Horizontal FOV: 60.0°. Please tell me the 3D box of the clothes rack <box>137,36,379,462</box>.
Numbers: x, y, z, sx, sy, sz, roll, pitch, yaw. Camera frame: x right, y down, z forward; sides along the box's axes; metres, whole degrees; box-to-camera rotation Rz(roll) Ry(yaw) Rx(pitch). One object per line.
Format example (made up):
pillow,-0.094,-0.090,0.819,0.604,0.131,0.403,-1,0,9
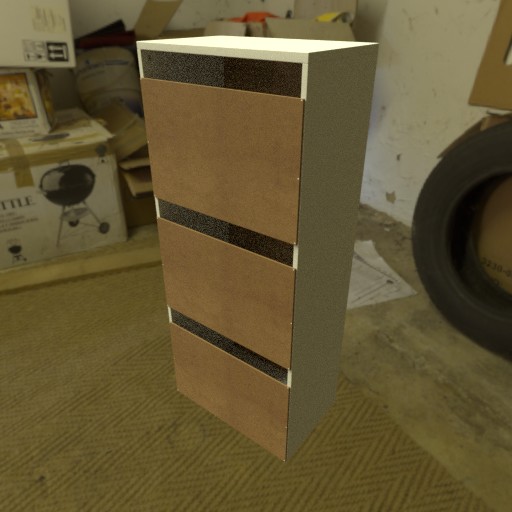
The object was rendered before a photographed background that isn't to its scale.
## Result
clothes rack,0.000,0.000,1.363,0.500,1.187,0.331,21,35,32
